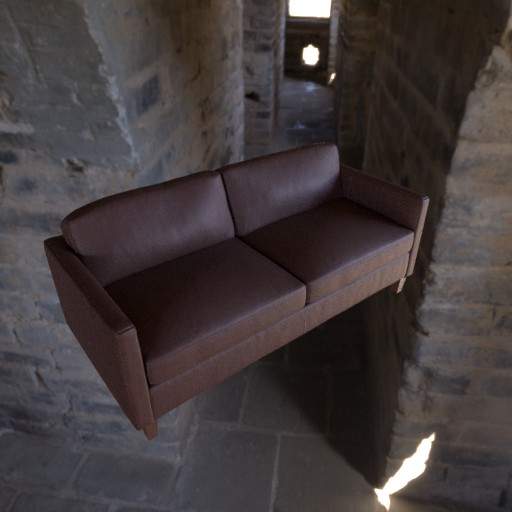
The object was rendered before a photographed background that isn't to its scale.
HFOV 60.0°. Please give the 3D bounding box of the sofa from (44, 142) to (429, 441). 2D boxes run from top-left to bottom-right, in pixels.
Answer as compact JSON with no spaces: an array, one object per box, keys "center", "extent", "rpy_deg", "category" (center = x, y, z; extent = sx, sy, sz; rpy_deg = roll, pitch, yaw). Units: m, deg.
[{"center":[0.000,0.000,2.504],"extent":[1.971,0.863,0.923],"rpy_deg":[-22,38,-32],"category":"sofa"}]
